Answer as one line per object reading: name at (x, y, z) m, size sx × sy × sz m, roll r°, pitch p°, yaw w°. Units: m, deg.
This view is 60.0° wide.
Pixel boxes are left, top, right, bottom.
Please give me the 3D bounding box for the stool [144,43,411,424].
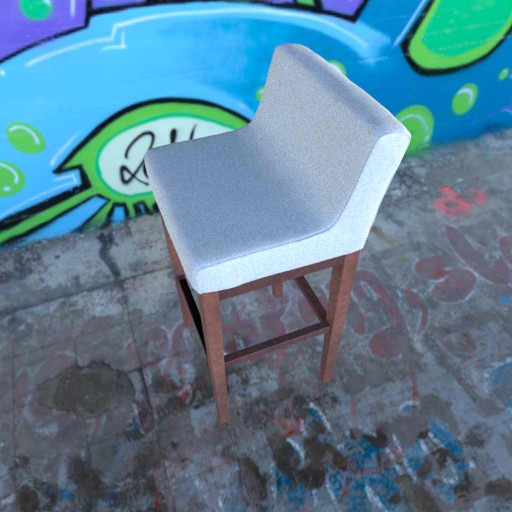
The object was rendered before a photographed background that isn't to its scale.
stool at (0.000, 0.000, 1.346) m, size 0.500 × 1.037 × 0.511 m, roll -16°, pitch 48°, yaw -15°
